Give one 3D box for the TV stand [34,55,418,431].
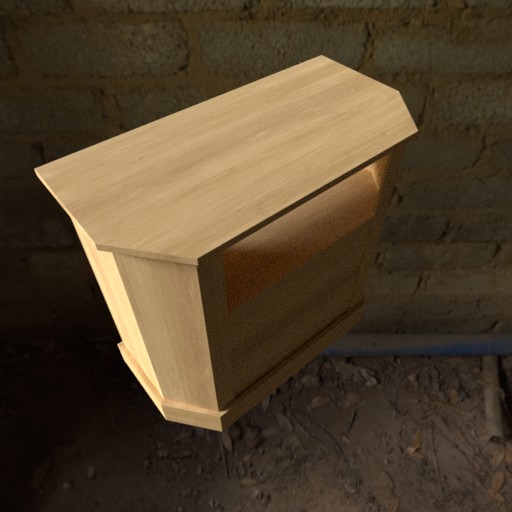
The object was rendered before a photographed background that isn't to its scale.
[{"bbox_3d":[0.000,0.000,1.287,0.851,0.781,0.425,-32,55,-25],"label":"TV stand"}]
